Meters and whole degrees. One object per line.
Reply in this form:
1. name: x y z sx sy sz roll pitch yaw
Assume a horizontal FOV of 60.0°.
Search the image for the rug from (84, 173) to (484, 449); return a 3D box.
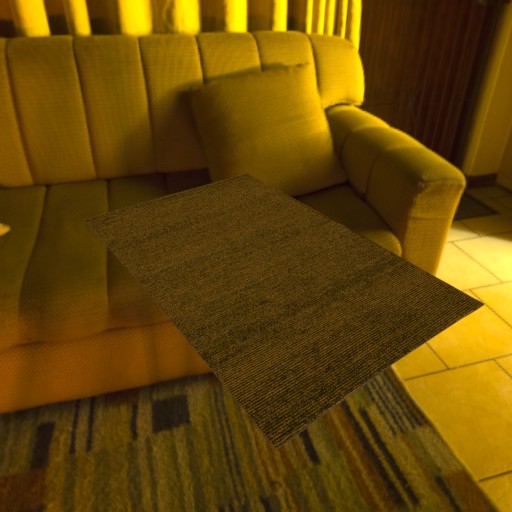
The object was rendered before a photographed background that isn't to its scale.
1. rug: 0.000 0.000 2.208 1.145 0.021 1.777 -22 39 -29
